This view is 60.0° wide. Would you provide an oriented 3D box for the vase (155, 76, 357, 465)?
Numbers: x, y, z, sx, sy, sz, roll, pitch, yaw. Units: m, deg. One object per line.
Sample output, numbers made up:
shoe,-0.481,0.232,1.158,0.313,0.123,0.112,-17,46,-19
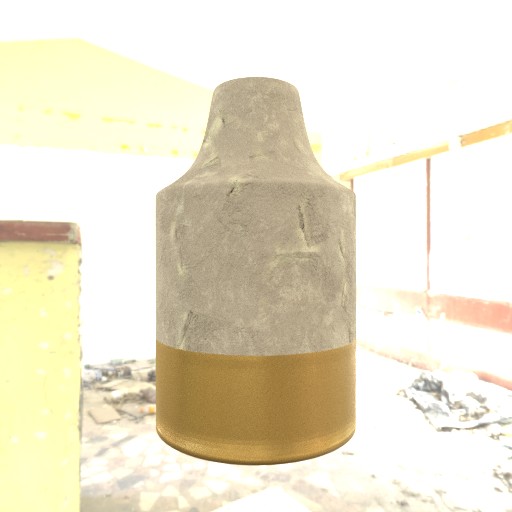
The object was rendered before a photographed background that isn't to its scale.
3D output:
vase,0.000,0.000,0.415,0.184,0.305,0.184,0,1,0
